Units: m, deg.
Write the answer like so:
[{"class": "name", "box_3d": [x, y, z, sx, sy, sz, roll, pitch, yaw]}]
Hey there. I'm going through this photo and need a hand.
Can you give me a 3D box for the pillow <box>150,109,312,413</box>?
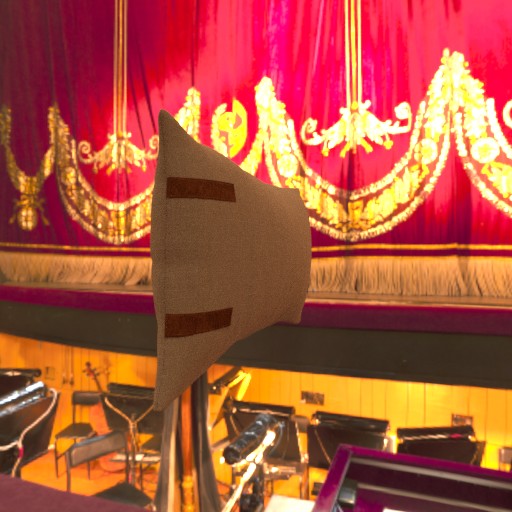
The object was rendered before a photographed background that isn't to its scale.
[{"class": "pillow", "box_3d": [0.000, 0.000, 0.724, 0.148, 0.308, 0.612, 0, 0, 18]}]
